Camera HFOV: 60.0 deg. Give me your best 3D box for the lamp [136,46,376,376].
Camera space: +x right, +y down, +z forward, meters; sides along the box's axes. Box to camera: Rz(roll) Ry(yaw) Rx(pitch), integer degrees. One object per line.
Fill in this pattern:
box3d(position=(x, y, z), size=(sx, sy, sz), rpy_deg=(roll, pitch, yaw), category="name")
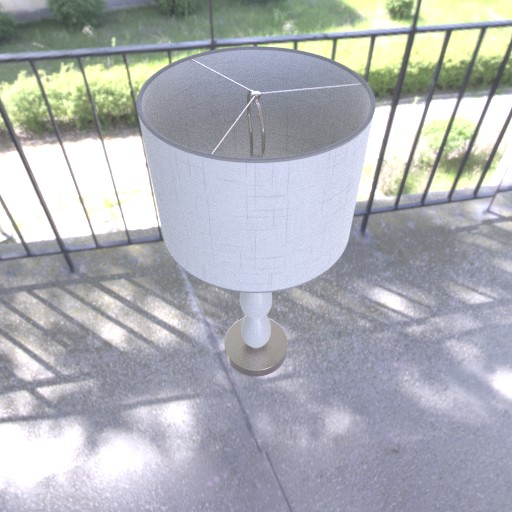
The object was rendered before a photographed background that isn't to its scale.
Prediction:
box3d(position=(0.000, 0.000, 0.726), size=(0.280, 0.559, 0.282), rpy_deg=(-8, 47, -8), category="lamp")
